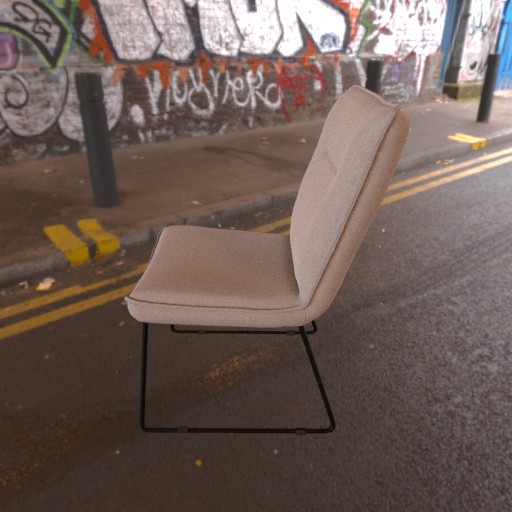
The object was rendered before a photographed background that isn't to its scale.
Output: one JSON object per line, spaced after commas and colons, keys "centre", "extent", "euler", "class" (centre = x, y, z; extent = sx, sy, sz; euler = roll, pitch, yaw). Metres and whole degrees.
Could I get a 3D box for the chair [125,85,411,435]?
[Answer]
{"centre": [0.000, 0.000, 1.340], "extent": [0.688, 0.930, 0.515], "euler": [0, 26, 1], "class": "chair"}
